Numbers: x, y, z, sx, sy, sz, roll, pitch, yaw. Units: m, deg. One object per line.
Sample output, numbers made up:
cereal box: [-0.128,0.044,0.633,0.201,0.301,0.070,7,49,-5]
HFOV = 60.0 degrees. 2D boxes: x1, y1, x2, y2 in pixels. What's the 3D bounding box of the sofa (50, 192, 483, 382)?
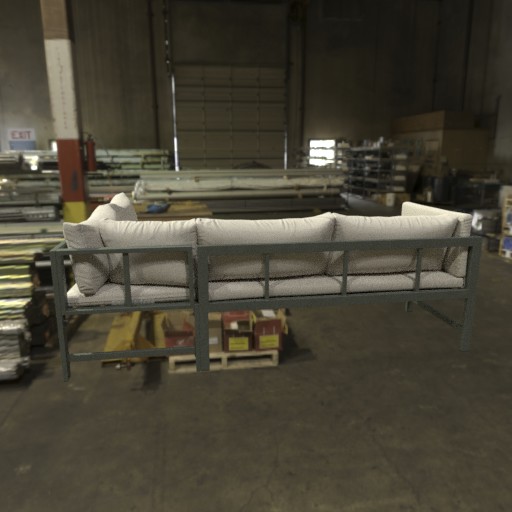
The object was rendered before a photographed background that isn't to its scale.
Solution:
sofa: [0.000,0.000,2.952,2.096,0.758,1.658,-2,13,-9]
